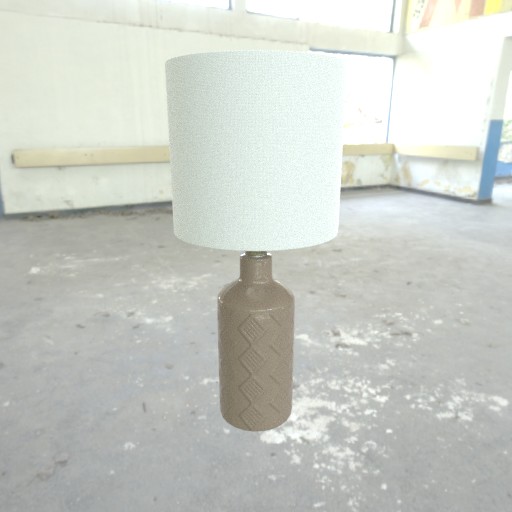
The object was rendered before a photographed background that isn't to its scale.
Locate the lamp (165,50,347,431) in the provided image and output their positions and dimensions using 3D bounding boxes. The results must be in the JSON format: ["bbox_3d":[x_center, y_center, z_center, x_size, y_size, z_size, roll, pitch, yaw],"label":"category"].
[{"bbox_3d":[0.000,0.000,0.577,0.207,0.461,0.207,-8,18,-25],"label":"lamp"}]
